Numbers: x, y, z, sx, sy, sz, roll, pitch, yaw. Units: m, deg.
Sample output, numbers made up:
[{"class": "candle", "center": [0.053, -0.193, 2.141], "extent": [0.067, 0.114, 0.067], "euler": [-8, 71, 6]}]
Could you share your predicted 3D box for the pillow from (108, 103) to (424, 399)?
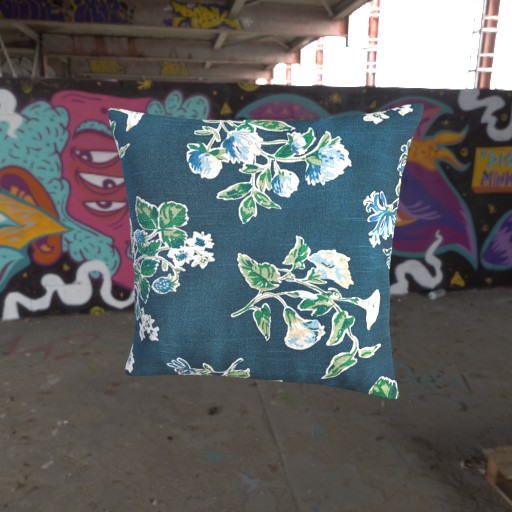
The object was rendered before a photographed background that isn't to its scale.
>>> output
[{"class": "pillow", "center": [0.000, 0.000, 0.785], "extent": [0.525, 0.508, 0.166], "euler": [2, 14, 9]}]
